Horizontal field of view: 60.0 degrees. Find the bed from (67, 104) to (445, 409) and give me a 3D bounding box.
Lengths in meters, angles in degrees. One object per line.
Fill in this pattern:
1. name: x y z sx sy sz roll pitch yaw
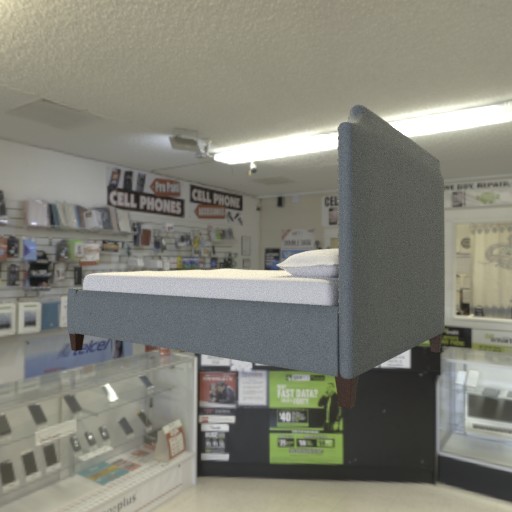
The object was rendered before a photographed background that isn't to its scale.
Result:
1. bed: 0.000 0.000 3.370 2.372 1.443 1.712 -1 -1 36
